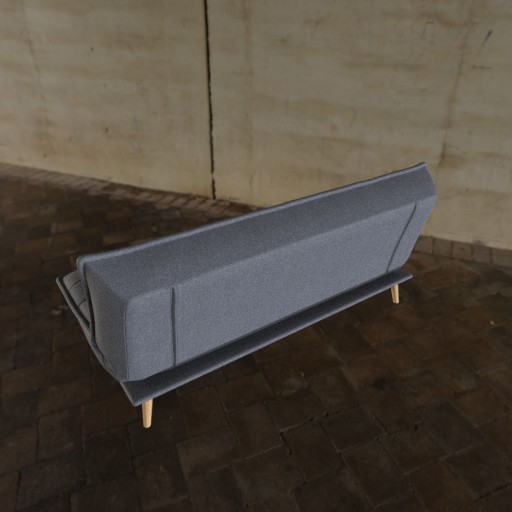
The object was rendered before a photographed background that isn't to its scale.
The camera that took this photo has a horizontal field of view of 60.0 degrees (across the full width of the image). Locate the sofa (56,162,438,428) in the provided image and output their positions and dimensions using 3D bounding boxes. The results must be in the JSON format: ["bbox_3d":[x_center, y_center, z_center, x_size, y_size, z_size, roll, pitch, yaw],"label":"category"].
[{"bbox_3d":[0.000,0.000,2.459,1.940,0.890,0.950,-19,35,-29],"label":"sofa"}]
